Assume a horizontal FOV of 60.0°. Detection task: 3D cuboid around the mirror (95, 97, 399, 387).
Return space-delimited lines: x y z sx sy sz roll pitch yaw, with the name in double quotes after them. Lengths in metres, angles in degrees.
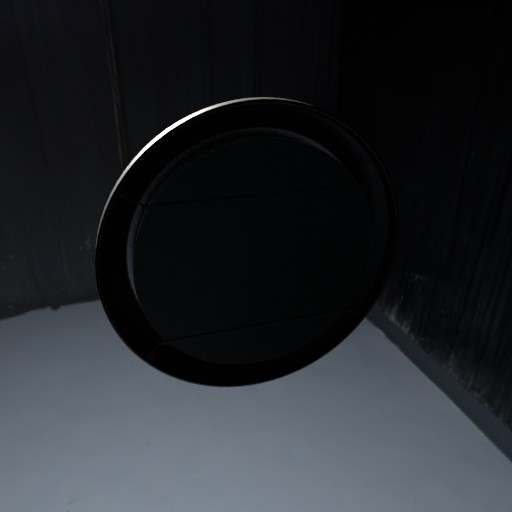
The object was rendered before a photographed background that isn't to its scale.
0.000 0.000 1.332 0.907 0.907 0.111 -8 27 -15 "mirror"
